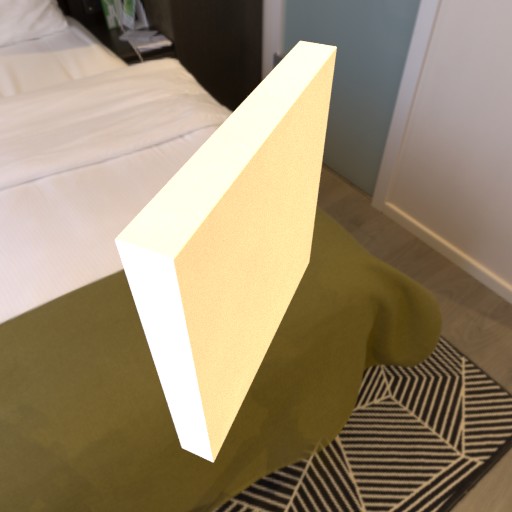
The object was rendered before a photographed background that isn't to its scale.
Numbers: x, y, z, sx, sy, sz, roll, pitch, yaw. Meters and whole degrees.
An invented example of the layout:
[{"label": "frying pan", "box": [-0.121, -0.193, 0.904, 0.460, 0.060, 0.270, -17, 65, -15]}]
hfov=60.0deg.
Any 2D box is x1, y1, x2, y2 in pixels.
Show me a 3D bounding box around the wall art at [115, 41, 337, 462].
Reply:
[{"label": "wall art", "box": [0.000, 0.000, 0.445, 0.038, 0.305, 0.305, 17, 49, 16]}]
